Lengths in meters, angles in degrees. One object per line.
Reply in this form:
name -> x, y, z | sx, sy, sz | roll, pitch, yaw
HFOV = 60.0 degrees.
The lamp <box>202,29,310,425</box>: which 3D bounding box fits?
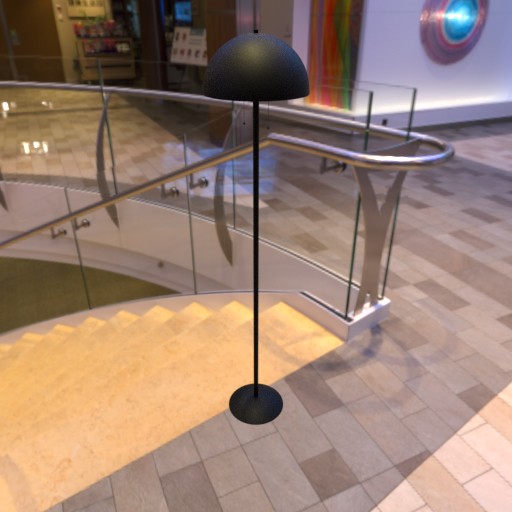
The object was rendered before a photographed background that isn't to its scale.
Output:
lamp -> 0.000, 0.000, 1.626 | 0.328, 1.480, 0.328 | 9, 29, 16
